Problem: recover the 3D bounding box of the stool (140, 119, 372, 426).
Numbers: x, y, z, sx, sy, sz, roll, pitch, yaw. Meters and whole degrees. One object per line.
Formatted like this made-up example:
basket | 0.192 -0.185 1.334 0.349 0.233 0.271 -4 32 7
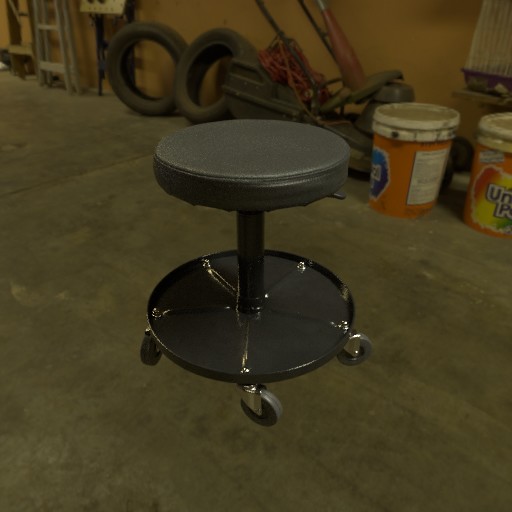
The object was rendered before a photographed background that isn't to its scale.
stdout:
stool | 0.000 0.000 0.704 0.382 0.365 0.381 -1 31 -2
